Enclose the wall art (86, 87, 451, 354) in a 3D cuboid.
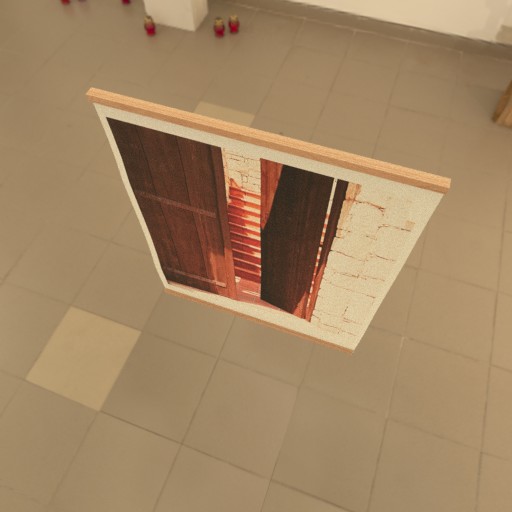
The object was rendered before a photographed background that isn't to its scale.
[{"bbox_3d":[0.000,0.000,0.689,0.406,0.508,0.013,17,61,10],"label":"wall art"}]
